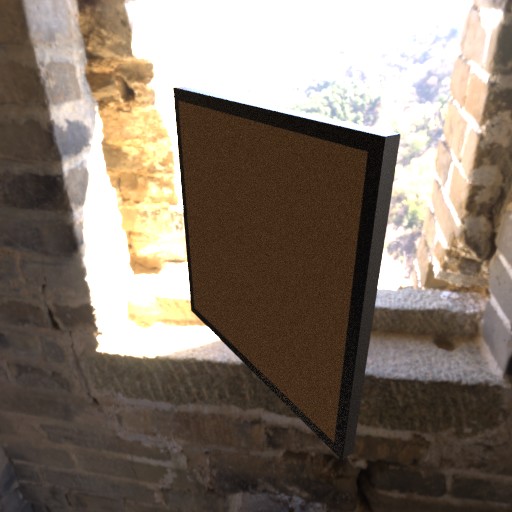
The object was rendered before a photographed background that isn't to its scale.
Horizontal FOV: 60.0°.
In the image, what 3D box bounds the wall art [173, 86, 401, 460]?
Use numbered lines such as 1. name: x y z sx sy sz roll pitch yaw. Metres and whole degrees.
1. wall art: 0.000 0.000 1.167 0.038 0.765 0.765 -18 33 -31
